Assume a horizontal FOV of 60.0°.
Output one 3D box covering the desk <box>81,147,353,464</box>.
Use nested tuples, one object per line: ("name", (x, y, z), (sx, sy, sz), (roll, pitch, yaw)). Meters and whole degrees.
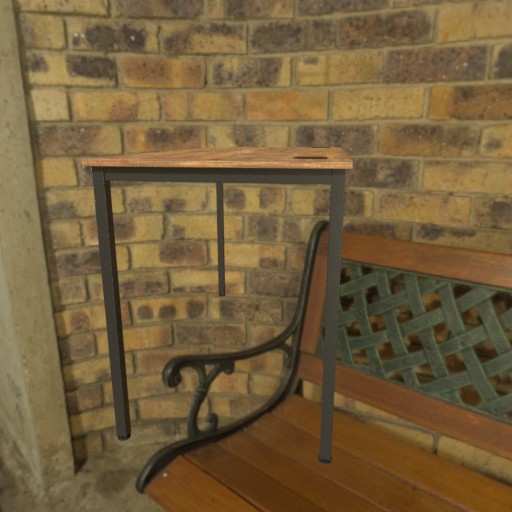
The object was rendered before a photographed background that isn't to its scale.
("desk", (0.000, 0.000, 1.617), (0.600, 0.749, 1.200), (2, 15, 9))
